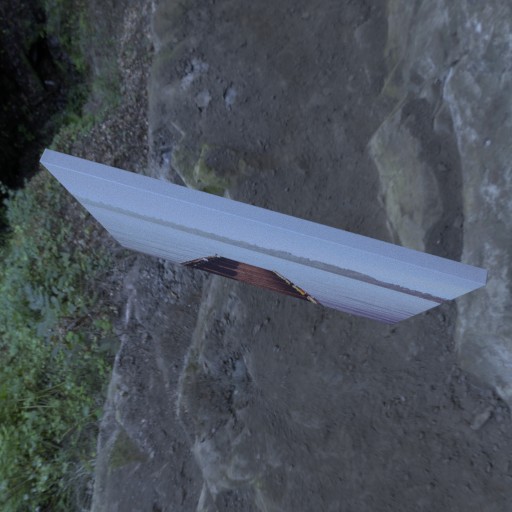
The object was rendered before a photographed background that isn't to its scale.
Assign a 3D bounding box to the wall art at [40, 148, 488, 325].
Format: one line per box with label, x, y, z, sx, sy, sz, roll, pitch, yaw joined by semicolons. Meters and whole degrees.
wall art;0.000;0.000;1.465;1.149;0.765;0.040;16;75;4
